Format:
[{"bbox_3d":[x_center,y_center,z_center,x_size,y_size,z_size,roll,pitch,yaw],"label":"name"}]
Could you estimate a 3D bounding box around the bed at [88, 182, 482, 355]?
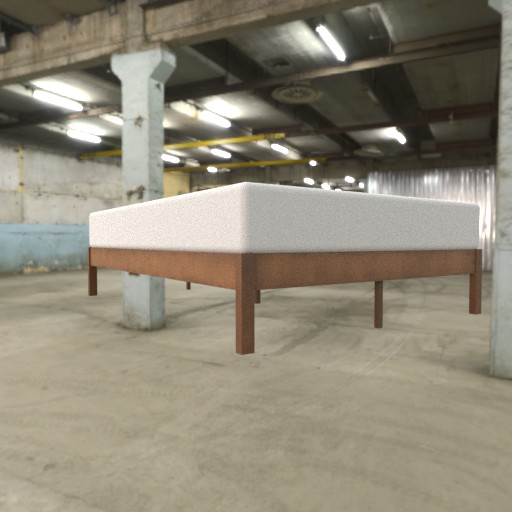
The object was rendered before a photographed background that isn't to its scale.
[{"bbox_3d":[0.000,0.000,2.774,1.529,0.593,2.050,-1,2,-35],"label":"bed"}]
